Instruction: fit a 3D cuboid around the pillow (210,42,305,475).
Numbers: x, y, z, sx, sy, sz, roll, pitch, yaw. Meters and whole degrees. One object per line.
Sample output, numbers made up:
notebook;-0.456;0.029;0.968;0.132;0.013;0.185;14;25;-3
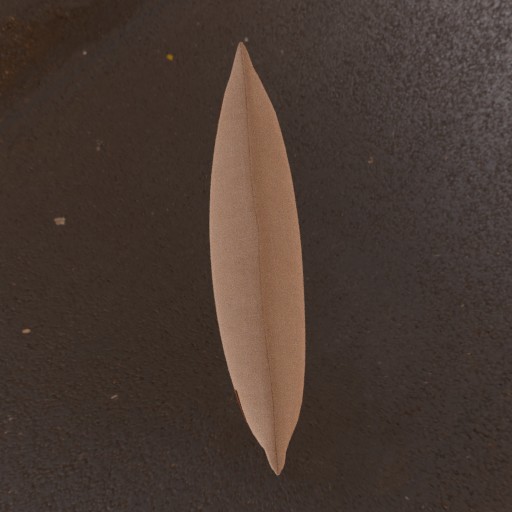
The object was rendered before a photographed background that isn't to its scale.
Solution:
pillow;0.000;0.000;0.736;0.148;0.308;0.612;-5;76;-1
